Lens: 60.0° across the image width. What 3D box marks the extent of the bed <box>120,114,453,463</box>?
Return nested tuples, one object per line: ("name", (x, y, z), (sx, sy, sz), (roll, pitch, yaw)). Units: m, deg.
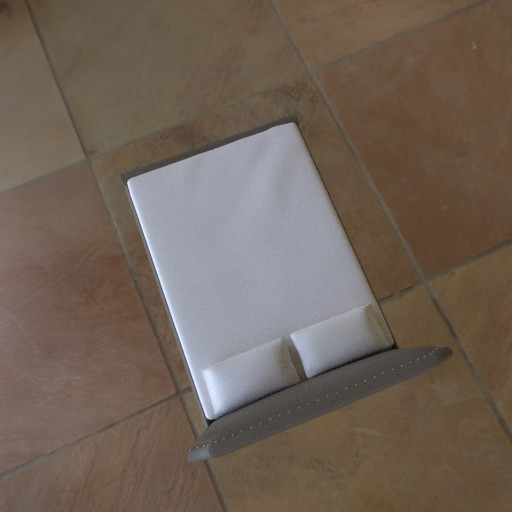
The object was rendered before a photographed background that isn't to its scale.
("bed", (0.000, 0.000, 3.462), (1.712, 1.443, 2.372), (-20, 77, -5))
